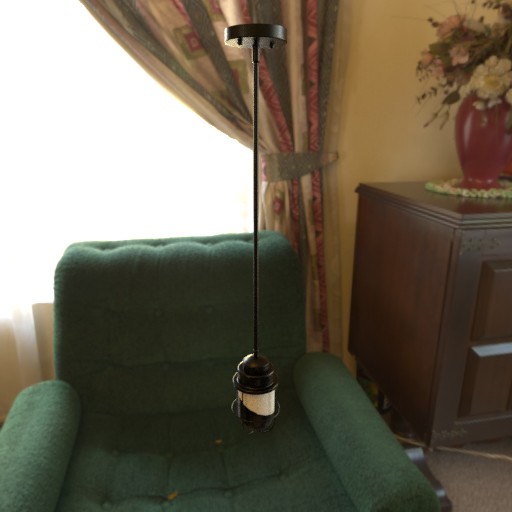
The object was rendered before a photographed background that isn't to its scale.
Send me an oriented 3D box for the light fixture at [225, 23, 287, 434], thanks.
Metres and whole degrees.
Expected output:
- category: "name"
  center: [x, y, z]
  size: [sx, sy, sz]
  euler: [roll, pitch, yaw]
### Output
- category: "light fixture"
  center: [0.000, 0.000, 0.996]
  size: [0.123, 0.920, 0.123]
  euler: [-9, 18, -28]
